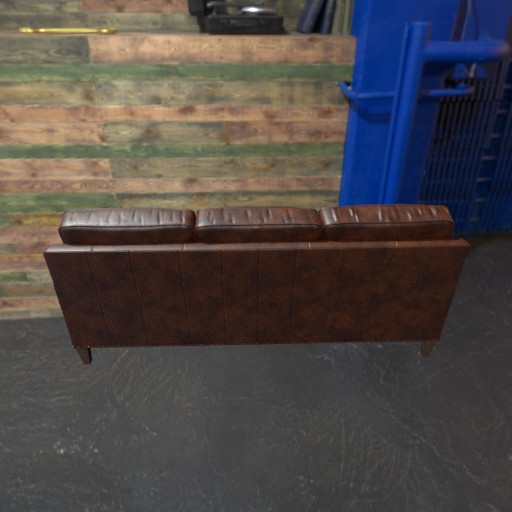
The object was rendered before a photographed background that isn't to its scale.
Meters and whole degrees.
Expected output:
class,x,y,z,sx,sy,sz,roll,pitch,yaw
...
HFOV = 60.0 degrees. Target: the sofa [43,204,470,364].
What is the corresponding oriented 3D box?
class,x,y,z,sx,sy,sz,roll,pitch,yaw
sofa,0.000,0.000,2.859,2.240,1.003,1.084,-1,31,-2
